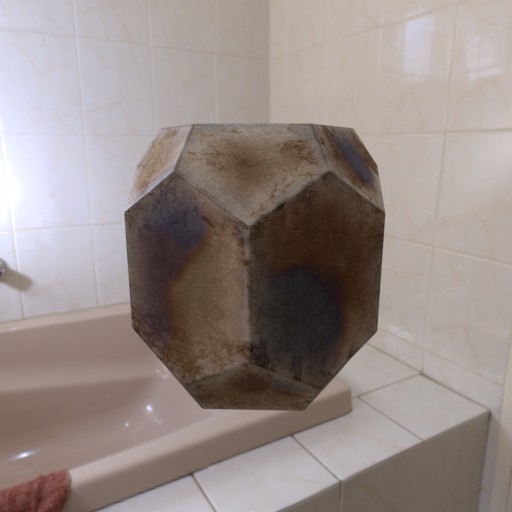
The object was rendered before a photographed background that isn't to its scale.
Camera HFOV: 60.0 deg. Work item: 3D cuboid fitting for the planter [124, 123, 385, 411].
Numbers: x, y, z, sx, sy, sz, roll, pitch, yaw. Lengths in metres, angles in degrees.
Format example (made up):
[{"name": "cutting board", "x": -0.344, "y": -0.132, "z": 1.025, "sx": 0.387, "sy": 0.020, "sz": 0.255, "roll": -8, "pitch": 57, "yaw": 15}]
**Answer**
[{"name": "planter", "x": 0.000, "y": 0.000, "z": 0.428, "sx": 0.243, "sy": 0.238, "sz": 0.221, "roll": -7, "pitch": 15, "yaw": -27}]
